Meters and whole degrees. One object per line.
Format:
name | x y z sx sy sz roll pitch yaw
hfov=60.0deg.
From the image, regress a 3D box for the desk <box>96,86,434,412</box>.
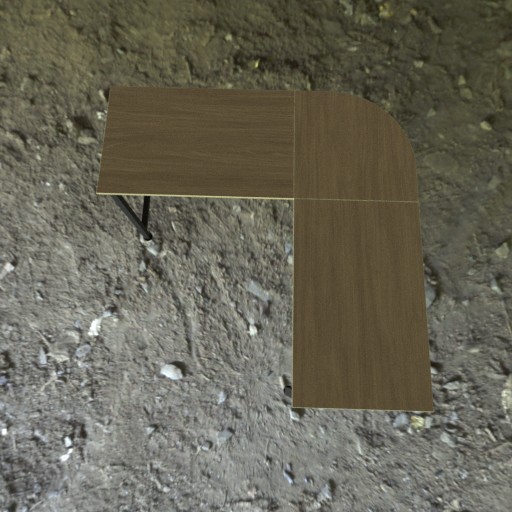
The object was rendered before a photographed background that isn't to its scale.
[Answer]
desk | 0.000 0.000 2.248 1.400 0.762 1.400 2 75 0
